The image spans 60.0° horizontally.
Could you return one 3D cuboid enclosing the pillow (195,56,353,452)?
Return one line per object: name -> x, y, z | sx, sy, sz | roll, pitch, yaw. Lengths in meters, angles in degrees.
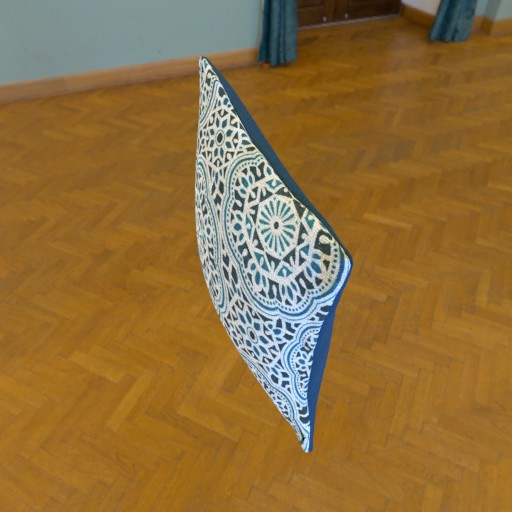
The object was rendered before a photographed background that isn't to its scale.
pillow -> 0.000, 0.000, 0.643 | 0.145, 0.420, 0.440 | -15, 49, -14
